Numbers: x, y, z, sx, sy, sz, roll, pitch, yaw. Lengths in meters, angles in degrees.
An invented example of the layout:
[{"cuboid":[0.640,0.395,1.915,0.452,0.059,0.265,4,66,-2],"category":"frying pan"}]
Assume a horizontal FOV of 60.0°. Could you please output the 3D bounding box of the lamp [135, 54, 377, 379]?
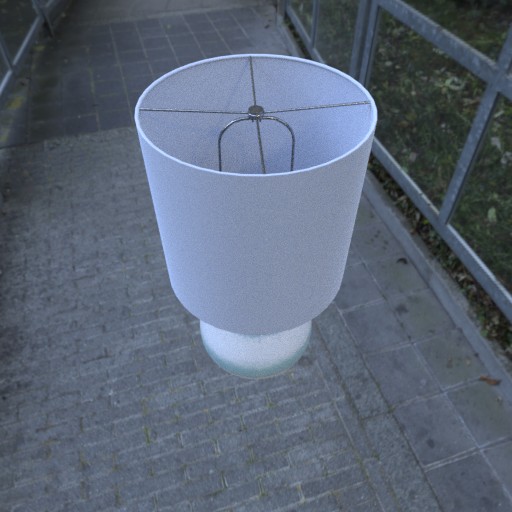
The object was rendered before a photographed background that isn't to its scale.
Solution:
[{"cuboid":[0.000,0.000,0.549,0.217,0.404,0.217,-3,47,-2],"category":"lamp"}]
